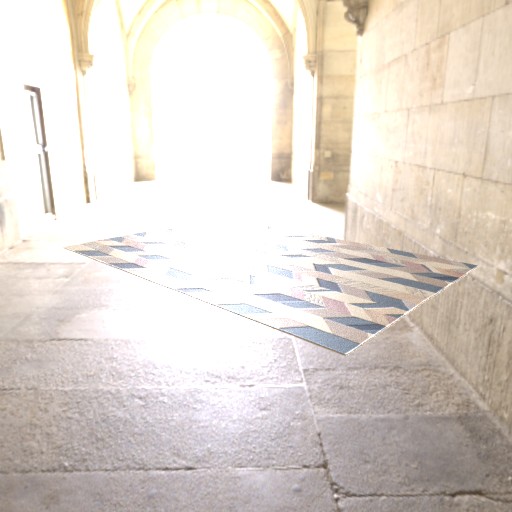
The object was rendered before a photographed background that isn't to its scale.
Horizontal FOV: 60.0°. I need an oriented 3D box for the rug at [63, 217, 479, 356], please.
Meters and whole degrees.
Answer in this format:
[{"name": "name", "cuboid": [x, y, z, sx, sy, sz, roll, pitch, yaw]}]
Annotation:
[{"name": "rug", "cuboid": [0.000, 0.000, 2.286, 1.813, 0.006, 1.202, 14, 21, 41]}]
